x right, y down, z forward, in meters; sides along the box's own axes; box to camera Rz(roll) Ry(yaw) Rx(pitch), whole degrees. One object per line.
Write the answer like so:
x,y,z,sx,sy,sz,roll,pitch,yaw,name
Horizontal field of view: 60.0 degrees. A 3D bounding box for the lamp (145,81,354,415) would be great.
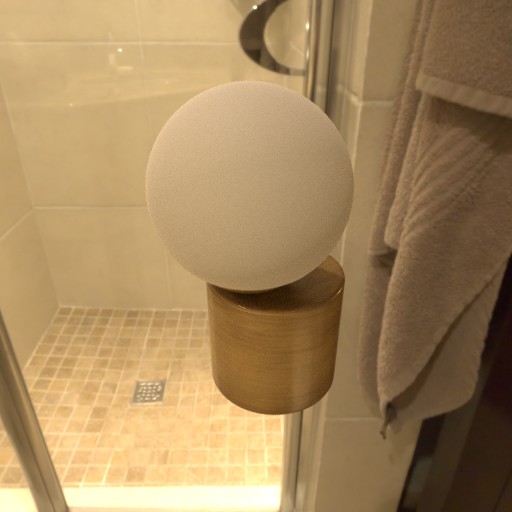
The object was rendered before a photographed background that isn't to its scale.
0.000,0.000,0.338,0.152,0.250,0.141,-21,35,-32,lamp
